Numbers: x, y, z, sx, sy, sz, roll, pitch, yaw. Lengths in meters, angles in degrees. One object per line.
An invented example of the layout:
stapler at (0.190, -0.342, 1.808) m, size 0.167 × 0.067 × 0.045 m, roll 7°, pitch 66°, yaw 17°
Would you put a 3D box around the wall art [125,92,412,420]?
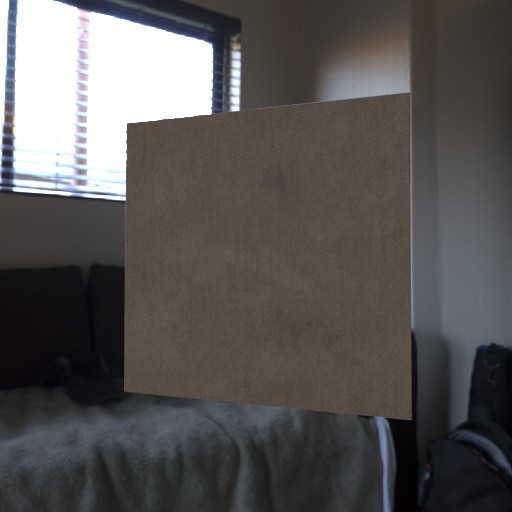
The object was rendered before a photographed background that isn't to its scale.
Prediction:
wall art at (0.000, 0.000, 0.691) m, size 0.455 × 0.453 × 0.023 m, roll 0°, pitch -1°, yaw 17°
